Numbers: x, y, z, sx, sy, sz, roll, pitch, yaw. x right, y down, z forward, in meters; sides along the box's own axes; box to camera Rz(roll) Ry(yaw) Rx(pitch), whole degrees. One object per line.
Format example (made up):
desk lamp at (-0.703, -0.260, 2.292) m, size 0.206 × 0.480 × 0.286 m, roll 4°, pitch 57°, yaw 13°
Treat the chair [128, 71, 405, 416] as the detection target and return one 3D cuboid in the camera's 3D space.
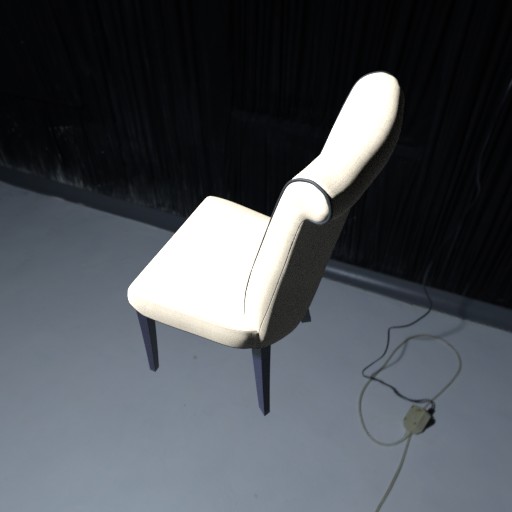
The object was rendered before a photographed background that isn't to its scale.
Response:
chair at (0.000, 0.000, 1.314) m, size 0.623 × 0.997 × 0.522 m, roll 18°, pitch 48°, yaw 17°
